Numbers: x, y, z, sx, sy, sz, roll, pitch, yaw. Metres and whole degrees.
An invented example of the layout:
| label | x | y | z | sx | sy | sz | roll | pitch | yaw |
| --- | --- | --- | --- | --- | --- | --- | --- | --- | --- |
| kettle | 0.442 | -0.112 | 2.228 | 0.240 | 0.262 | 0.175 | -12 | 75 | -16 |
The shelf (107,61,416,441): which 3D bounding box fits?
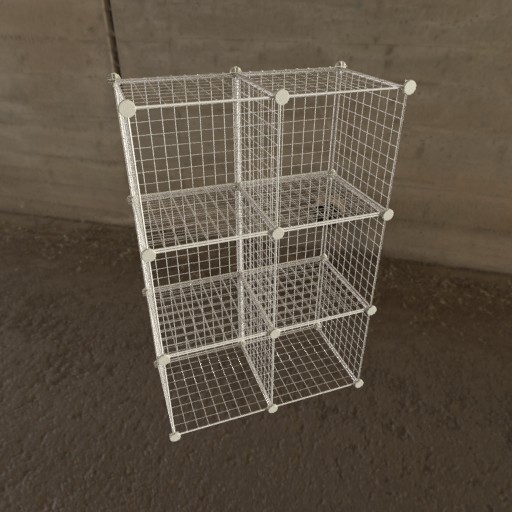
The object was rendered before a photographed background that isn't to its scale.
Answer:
| label | x | y | z | sx | sy | sz | roll | pitch | yaw |
| --- | --- | --- | --- | --- | --- | --- | --- | --- | --- |
| shelf | 0.000 | 0.000 | 1.403 | 0.711 | 1.067 | 0.356 | -10 | 33 | -17 |
